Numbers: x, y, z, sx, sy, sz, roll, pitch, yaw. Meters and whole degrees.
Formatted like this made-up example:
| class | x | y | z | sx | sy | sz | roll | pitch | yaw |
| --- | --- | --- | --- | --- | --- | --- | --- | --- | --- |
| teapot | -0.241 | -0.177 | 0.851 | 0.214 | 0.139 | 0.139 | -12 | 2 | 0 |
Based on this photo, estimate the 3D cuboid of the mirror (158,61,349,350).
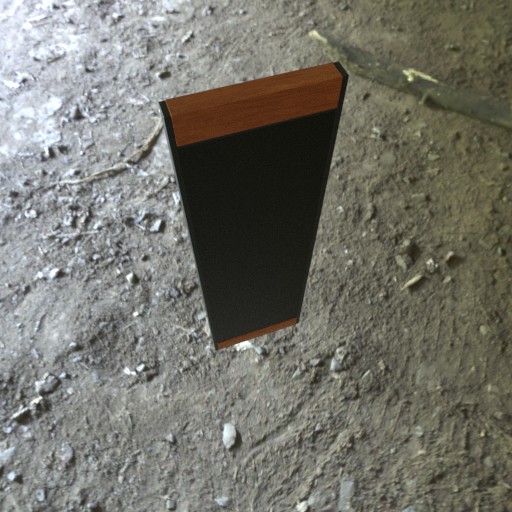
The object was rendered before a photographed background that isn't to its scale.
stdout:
| class | x | y | z | sx | sy | sz | roll | pitch | yaw |
| --- | --- | --- | --- | --- | --- | --- | --- | --- | --- |
| mirror | 0.000 | 0.000 | 1.259 | 0.343 | 1.123 | 0.047 | -17 | 60 | -10 |
